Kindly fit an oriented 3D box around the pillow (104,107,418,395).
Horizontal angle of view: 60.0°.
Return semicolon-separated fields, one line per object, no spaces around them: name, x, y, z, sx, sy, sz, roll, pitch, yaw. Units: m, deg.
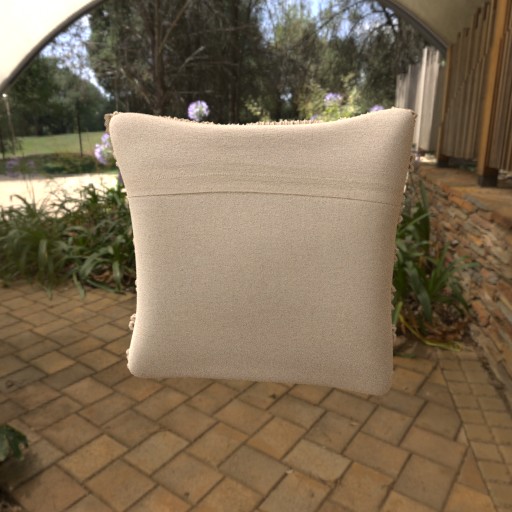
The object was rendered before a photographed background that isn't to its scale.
pillow;0.000;0.000;0.669;0.437;0.427;0.145;2;15;7
